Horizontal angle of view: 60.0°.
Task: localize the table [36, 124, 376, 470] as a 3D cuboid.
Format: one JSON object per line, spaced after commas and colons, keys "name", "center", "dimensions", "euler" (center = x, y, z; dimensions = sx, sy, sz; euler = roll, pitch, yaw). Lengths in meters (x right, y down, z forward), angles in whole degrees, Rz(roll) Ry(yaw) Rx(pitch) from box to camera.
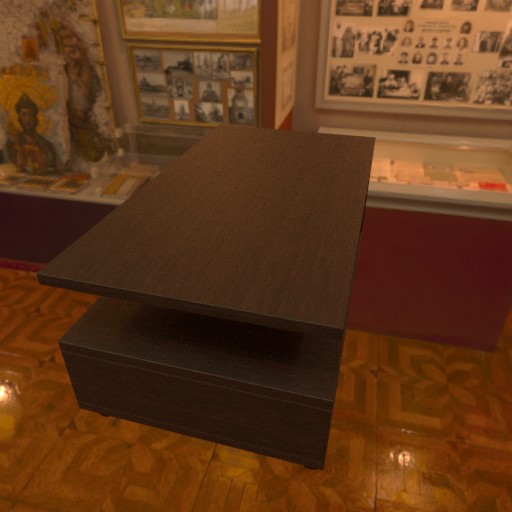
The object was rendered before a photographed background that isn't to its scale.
{"name": "table", "center": [0.000, 0.000, 1.339], "dimensions": [0.590, 0.460, 1.050], "euler": [9, 33, 13]}
